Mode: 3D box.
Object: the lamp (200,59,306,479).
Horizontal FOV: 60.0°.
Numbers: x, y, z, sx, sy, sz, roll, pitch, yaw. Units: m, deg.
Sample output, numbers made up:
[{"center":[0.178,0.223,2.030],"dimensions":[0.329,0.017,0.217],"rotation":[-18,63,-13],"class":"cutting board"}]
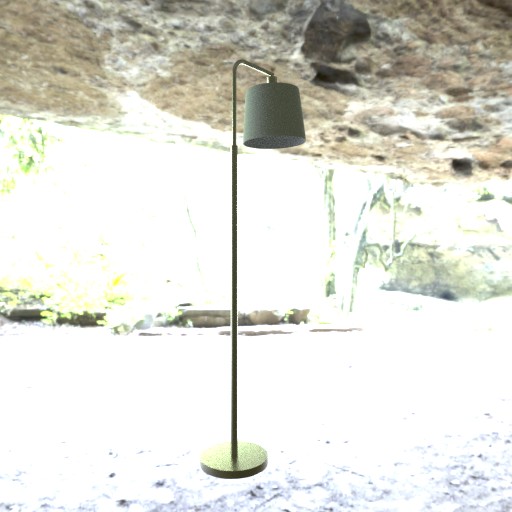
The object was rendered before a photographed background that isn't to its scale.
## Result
[{"center":[0.000,0.000,1.695],"dimensions":[0.254,1.478,0.508],"rotation":[0,0,37],"class":"lamp"}]
